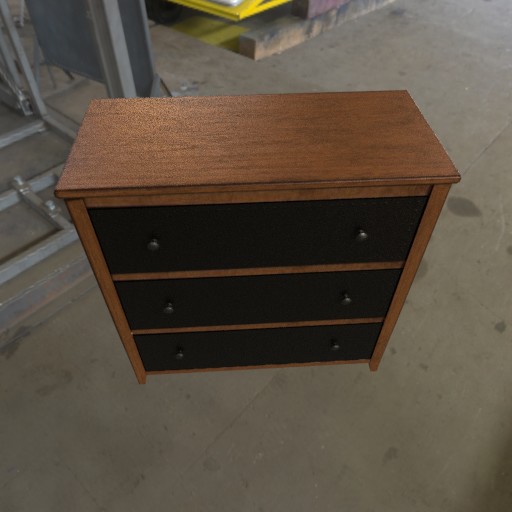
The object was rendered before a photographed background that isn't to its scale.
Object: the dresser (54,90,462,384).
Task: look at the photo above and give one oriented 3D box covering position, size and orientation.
[{"bbox_3d":[0.000,0.000,1.979,1.250,1.224,0.591,-3,47,-2],"label":"dresser"}]
